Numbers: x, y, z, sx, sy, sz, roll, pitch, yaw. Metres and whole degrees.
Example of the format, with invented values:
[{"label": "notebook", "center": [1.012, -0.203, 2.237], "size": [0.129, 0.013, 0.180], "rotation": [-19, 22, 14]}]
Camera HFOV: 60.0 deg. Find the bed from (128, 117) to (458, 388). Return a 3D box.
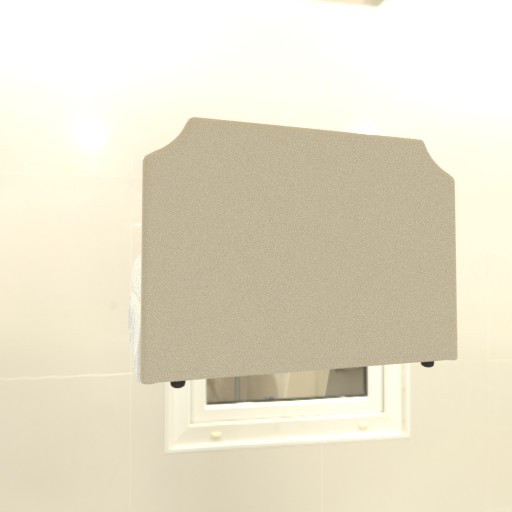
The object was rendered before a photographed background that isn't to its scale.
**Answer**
[{"label": "bed", "center": [0.000, 0.000, 3.887], "size": [2.134, 1.524, 2.548], "rotation": [0, -1, -17]}]
